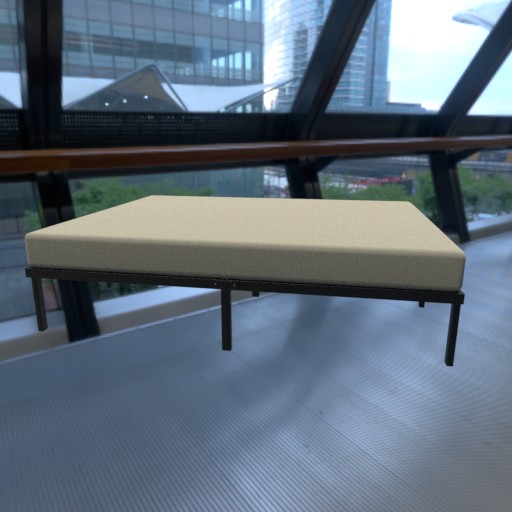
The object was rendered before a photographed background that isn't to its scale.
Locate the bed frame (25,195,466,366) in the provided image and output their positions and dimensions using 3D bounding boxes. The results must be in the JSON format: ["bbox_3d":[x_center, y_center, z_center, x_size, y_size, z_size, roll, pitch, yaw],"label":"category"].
[{"bbox_3d":[0.000,0.000,3.554,2.635,0.680,1.990,3,15,10],"label":"bed frame"}]
